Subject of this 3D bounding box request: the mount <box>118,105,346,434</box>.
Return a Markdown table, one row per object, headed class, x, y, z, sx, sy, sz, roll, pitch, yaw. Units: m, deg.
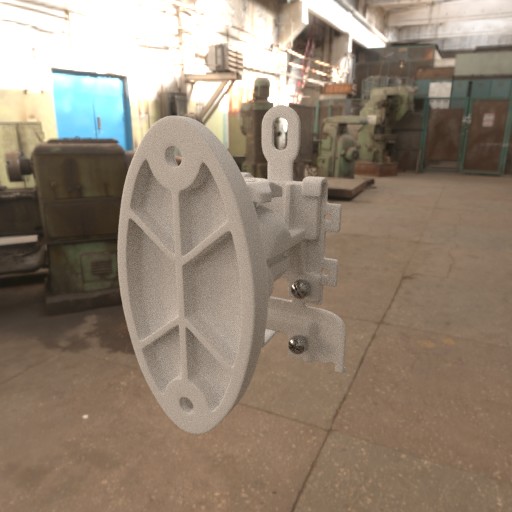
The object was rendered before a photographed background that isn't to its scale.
| class | x | y | z | sx | sy | sz | roll | pitch | yaw |
| --- | --- | --- | --- | --- | --- | --- | --- | --- | --- |
| mount | 0.000 | 0.000 | 0.181 | 0.066 | 0.118 | 0.100 | 9 | 19 | 27 |
